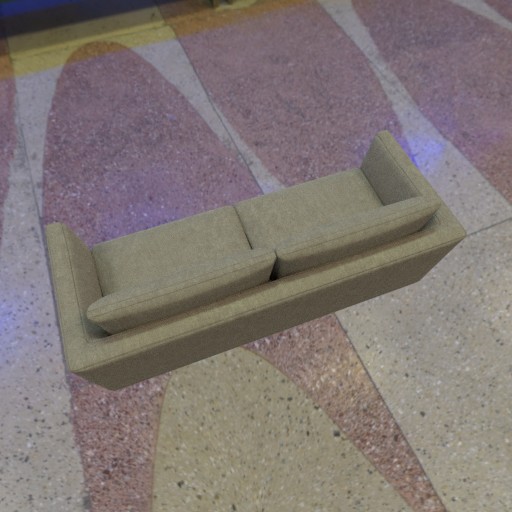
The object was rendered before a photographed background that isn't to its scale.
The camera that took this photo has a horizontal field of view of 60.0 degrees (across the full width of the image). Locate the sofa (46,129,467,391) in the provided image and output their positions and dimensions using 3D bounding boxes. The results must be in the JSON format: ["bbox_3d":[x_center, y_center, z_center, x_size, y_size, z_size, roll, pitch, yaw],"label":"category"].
[{"bbox_3d":[0.000,0.000,2.585,2.121,0.864,0.889,-18,60,-11],"label":"sofa"}]
